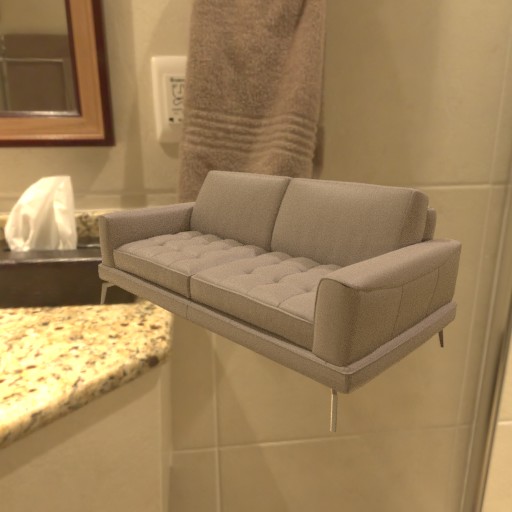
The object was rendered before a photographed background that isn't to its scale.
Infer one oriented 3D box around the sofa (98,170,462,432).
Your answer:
[{"bbox_3d":[0.000,0.000,2.771,1.121,0.930,2.177,-15,21,-43],"label":"sofa"}]
